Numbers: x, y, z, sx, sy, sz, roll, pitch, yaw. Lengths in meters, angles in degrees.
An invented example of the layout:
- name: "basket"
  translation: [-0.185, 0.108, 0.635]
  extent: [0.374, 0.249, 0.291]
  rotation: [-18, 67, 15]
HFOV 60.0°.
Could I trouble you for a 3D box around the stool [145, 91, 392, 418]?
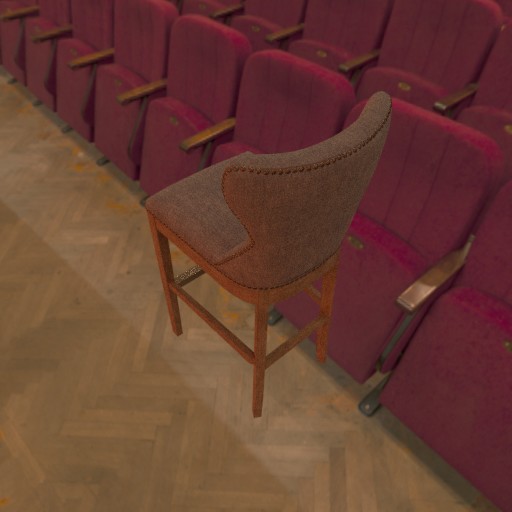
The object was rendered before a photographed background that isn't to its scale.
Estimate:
- name: "stool"
  translation: [0.000, 0.000, 1.443]
  extent: [0.494, 1.123, 0.606]
  rotation: [-31, 53, -27]
